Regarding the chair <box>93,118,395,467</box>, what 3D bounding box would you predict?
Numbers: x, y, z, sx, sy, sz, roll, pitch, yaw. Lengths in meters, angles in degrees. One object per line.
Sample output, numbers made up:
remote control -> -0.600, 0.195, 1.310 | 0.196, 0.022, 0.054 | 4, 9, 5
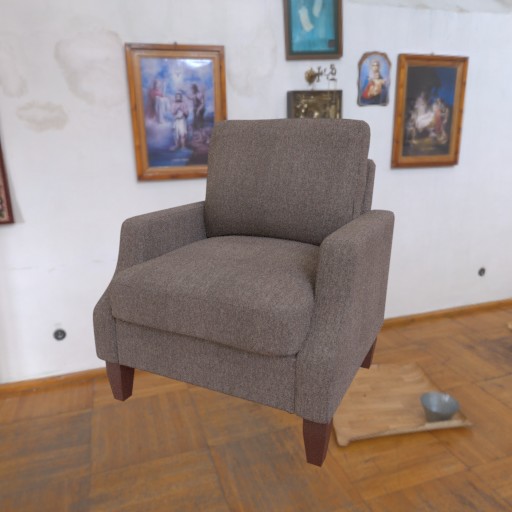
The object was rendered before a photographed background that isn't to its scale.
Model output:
chair -> 0.000, 0.000, 1.643 | 0.855, 0.993, 0.897 | 7, 17, 25
